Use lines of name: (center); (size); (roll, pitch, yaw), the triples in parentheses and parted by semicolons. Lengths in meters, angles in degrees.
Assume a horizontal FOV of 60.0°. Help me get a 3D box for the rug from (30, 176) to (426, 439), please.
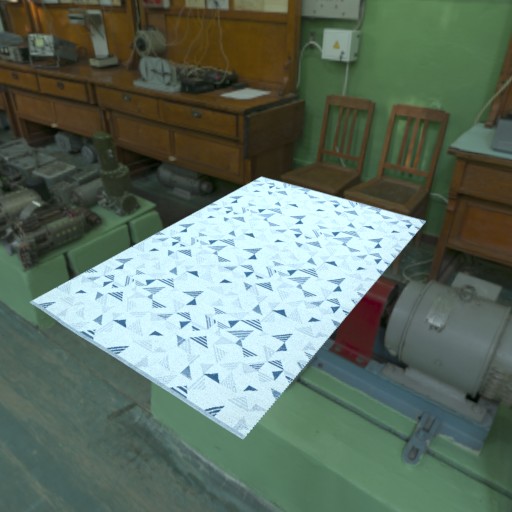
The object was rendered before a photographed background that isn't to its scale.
rug: (0.000, 0.000, 2.328); (1.206, 0.003, 1.835); (21, 38, 30)
